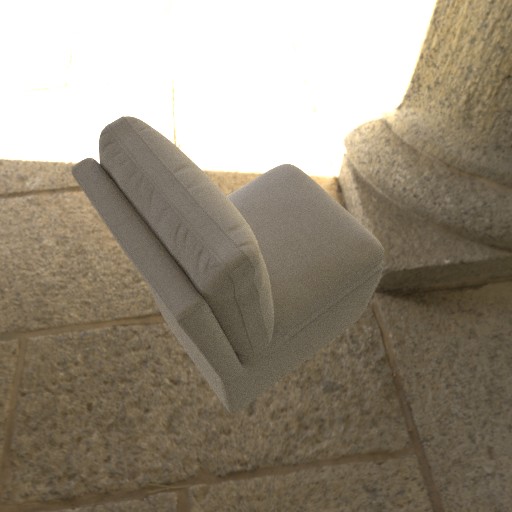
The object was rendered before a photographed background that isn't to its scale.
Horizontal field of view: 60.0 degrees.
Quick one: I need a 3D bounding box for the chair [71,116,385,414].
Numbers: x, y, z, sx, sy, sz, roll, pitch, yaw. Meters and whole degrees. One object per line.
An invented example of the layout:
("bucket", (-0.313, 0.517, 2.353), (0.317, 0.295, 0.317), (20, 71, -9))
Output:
("chair", (0.000, 0.000, 1.325), (0.698, 0.927, 0.503), (-32, 62, -19))
